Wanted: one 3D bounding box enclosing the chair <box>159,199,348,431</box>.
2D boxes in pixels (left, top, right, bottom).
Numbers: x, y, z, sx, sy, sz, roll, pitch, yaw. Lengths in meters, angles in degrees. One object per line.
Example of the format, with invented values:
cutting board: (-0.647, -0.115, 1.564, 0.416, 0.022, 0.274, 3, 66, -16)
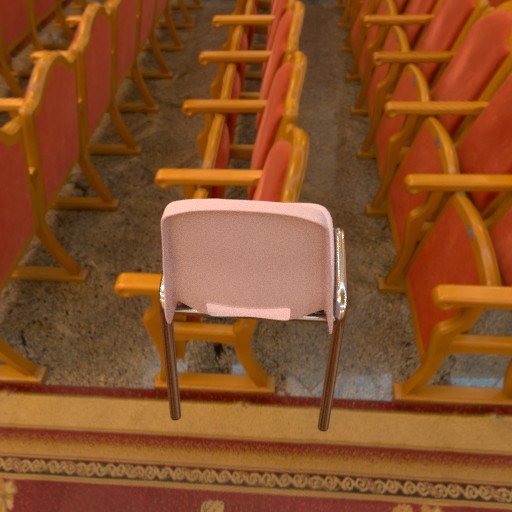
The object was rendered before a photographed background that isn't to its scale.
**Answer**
chair: (0.000, 0.000, 0.847, 0.354, 0.586, 0.423, 3, 47, 3)
